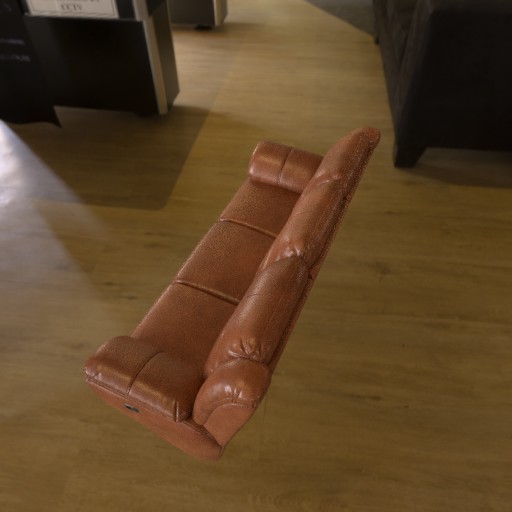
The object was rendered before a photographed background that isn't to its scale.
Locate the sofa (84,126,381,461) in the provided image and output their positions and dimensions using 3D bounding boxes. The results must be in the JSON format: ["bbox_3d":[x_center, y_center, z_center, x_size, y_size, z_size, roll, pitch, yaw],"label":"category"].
[{"bbox_3d":[0.000,0.000,2.871,0.991,1.043,2.337,18,49,16],"label":"sofa"}]
